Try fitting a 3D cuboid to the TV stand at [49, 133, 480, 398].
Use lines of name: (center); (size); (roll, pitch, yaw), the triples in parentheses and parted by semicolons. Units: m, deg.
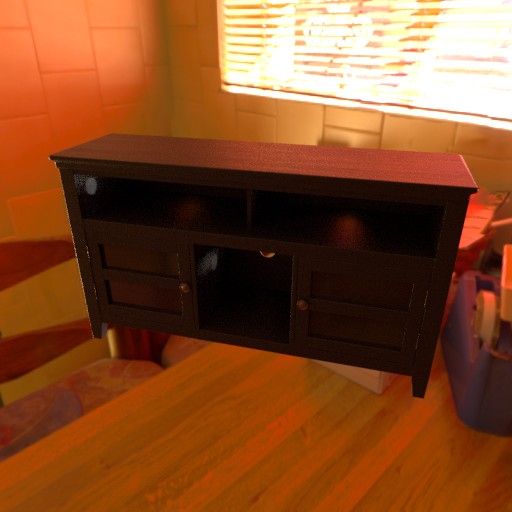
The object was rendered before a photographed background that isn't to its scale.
TV stand: (0.000, 0.000, 1.486); (1.198, 0.681, 0.347); (7, 27, 14)
